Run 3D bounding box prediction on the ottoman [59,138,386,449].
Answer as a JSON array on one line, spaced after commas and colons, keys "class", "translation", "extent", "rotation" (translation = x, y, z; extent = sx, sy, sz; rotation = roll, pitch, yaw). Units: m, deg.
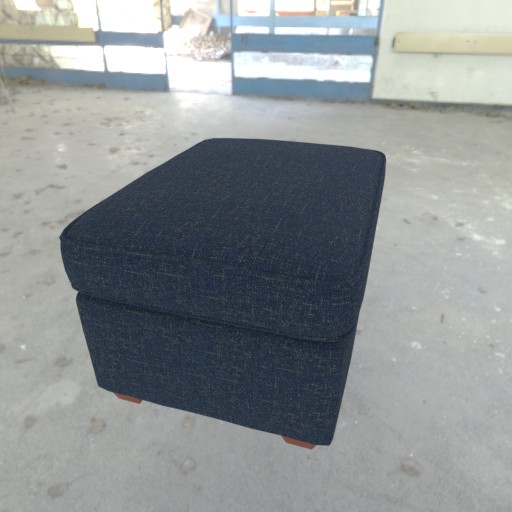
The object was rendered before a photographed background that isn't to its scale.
[{"class": "ottoman", "translation": [0.000, 0.000, 1.091], "extent": [0.549, 0.450, 0.749], "rotation": [9, 31, 15]}]
